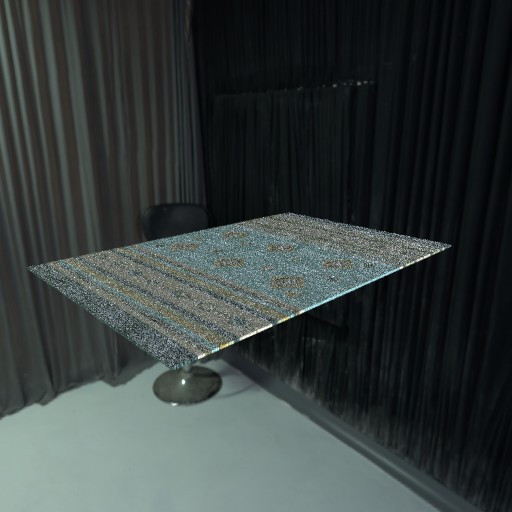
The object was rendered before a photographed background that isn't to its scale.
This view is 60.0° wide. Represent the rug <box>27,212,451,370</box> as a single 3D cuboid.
[{"bbox_3d":[0.000,0.000,2.256,1.811,0.010,1.212,-16,23,-41],"label":"rug"}]
